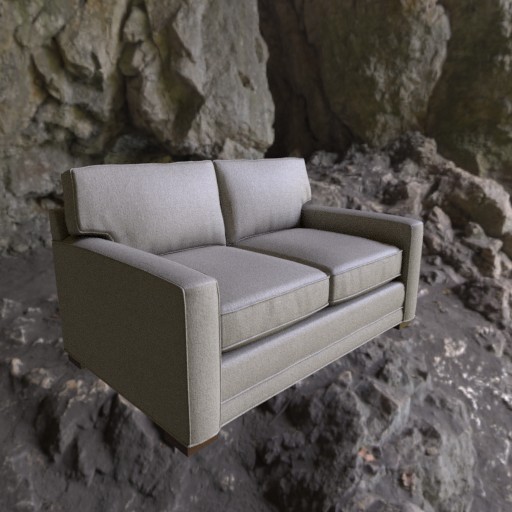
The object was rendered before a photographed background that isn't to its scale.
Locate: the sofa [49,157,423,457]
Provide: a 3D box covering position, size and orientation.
[{"bbox_3d":[0.000,0.000,2.053,0.940,0.853,1.484,14,20,43],"label":"sofa"}]
